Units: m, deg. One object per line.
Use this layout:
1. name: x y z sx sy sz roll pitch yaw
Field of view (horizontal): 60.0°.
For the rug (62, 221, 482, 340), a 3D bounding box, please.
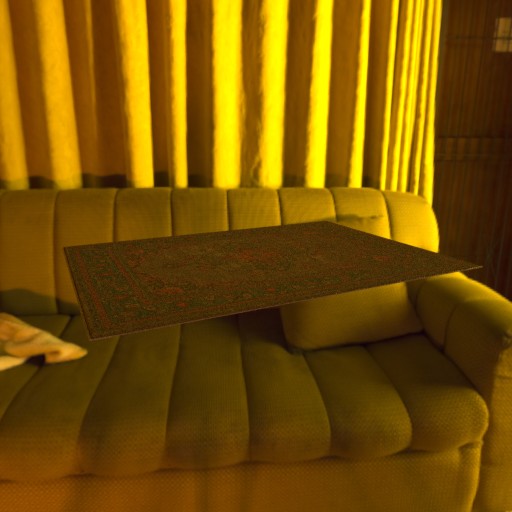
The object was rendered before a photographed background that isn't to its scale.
1. rug: 0.000 0.000 2.854 2.214 0.013 1.609 -7 17 -25
